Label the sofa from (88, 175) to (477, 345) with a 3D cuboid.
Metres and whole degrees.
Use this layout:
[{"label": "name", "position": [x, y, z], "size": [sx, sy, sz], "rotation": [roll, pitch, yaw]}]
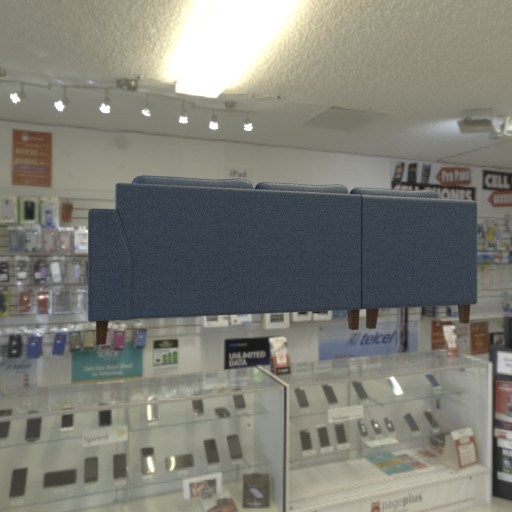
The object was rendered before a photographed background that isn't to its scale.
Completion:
[{"label": "sofa", "position": [0.000, 0.000, 3.103], "size": [2.120, 0.787, 1.829], "rotation": [0, 0, -18]}]
